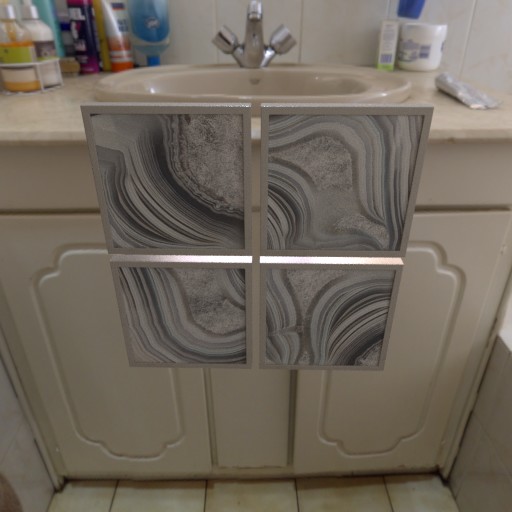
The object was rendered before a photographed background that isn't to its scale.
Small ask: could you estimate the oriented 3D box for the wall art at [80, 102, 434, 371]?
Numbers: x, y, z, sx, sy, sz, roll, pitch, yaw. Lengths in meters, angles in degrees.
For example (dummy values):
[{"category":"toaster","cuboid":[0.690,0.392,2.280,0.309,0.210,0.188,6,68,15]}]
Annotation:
[{"category":"wall art","cuboid":[0.000,0.000,0.928,0.611,0.611,0.029,1,30,1]}]
